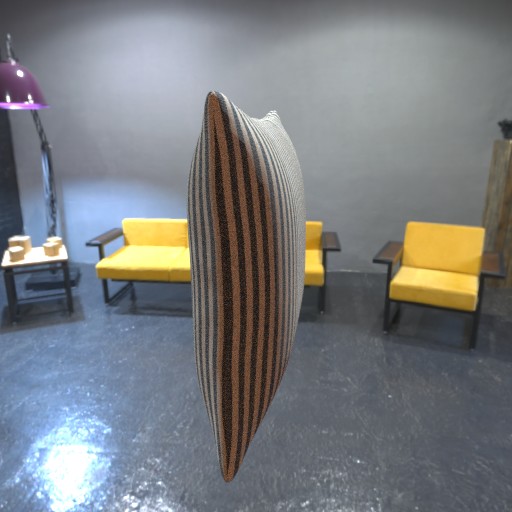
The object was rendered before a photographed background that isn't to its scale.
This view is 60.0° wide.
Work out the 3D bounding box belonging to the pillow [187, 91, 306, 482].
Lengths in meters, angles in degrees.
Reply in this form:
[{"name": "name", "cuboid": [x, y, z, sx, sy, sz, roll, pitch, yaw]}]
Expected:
[{"name": "pillow", "cuboid": [0.000, 0.000, 0.783, 0.166, 0.510, 0.523, 3, 16, 9]}]
